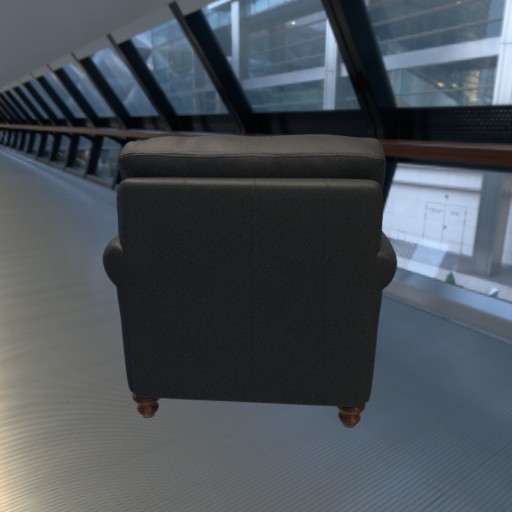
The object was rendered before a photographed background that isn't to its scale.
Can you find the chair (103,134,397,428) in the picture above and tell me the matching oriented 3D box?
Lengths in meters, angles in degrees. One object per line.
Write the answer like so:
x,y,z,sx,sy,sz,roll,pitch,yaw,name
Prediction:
0.000,0.000,1.812,1.015,0.960,1.027,3,16,9,chair
